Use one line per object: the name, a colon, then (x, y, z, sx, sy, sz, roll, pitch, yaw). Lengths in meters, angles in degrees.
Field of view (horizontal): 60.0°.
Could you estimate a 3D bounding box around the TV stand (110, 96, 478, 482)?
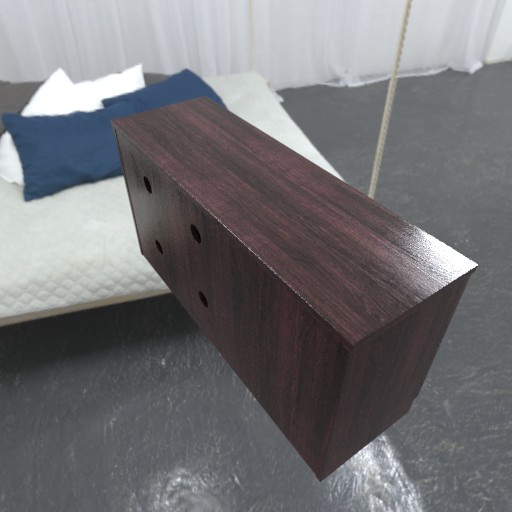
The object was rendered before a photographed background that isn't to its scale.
TV stand: (0.000, 0.000, 1.470, 0.404, 0.614, 1.192, -25, 47, -26)
